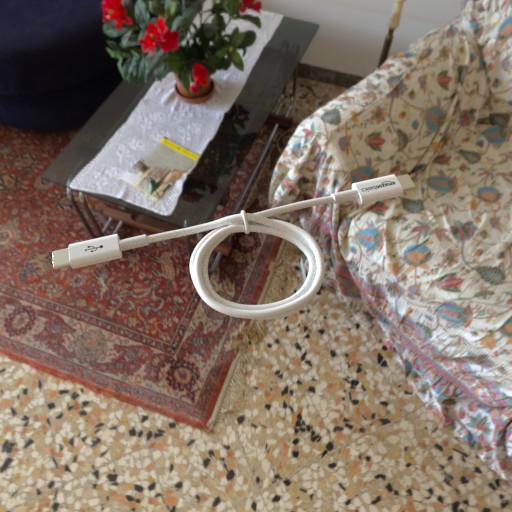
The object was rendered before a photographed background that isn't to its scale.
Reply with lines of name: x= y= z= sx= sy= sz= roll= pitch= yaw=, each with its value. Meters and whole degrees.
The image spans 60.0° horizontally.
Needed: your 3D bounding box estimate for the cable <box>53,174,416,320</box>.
cable: x=0.000 y=0.000 z=0.228 sx=0.203 sy=0.014 sz=0.070 roll=-13 pitch=60 yaw=-8
